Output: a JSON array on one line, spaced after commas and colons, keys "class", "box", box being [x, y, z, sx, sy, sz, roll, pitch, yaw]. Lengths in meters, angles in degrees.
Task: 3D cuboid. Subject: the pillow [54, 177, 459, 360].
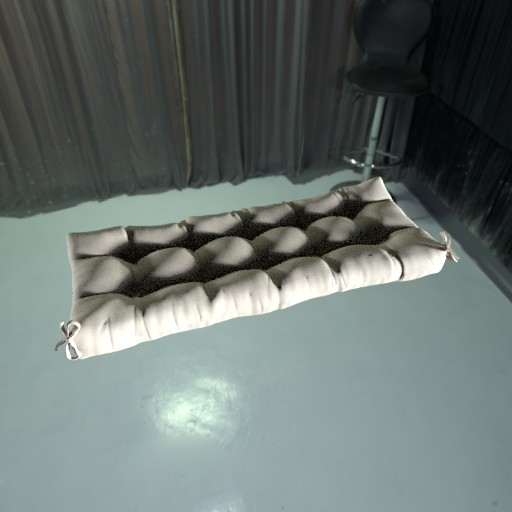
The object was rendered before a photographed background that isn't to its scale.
[{"class": "pillow", "box": [0.000, 0.000, 1.372, 1.194, 0.174, 0.511, -12, 43, -13]}]
